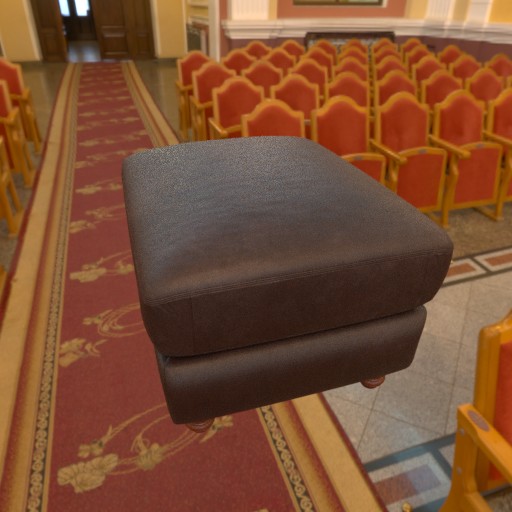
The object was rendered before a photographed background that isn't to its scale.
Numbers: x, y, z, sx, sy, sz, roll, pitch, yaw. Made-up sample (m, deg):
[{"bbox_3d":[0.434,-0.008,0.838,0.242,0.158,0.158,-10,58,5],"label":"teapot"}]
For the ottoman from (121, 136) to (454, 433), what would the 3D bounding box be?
[{"bbox_3d":[0.000,0.000,1.266,0.670,0.569,0.806,-9,32,-15],"label":"ottoman"}]
